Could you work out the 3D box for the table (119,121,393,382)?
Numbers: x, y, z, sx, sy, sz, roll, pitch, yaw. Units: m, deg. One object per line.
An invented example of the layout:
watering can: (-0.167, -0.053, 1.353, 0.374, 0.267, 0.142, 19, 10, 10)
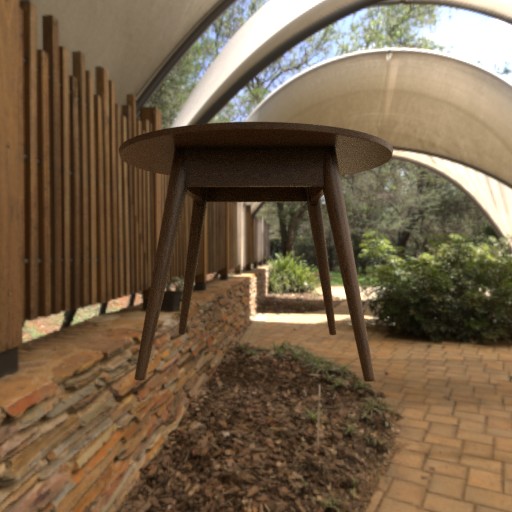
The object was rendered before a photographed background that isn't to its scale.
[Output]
table: (0.000, 0.000, 1.789, 1.053, 0.786, 1.053, 0, 1, 0)
